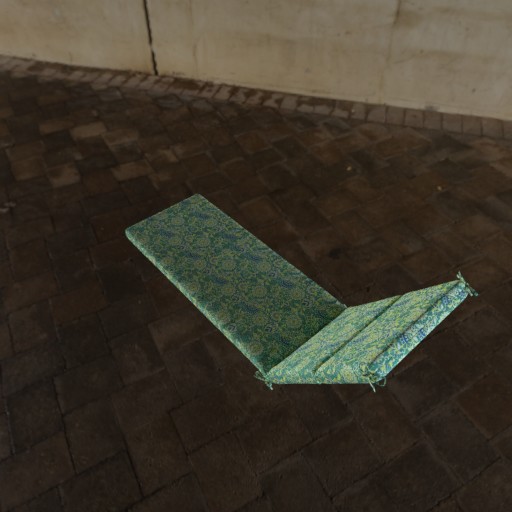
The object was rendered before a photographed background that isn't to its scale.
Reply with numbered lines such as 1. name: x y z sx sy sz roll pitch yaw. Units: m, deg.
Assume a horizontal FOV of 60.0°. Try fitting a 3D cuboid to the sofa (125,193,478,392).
1. sofa: 0.000 0.000 1.995 0.582 0.622 1.663 -32 53 -28
